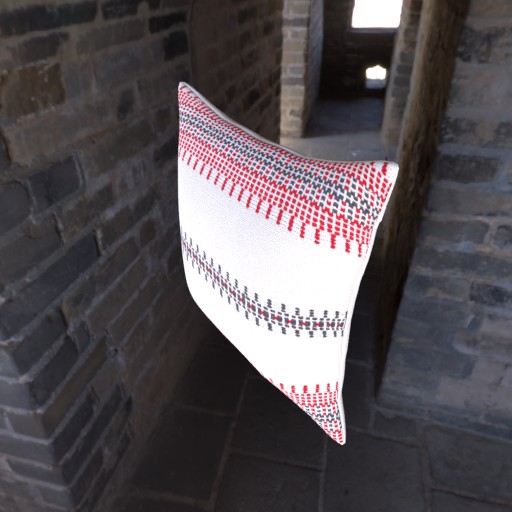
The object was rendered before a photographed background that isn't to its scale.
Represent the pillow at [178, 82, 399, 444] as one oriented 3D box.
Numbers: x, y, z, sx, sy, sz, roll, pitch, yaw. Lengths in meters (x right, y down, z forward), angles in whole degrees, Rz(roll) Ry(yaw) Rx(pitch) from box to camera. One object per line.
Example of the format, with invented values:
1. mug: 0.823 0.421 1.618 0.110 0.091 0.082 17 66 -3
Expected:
1. pillow: 0.000 0.000 0.709 0.160 0.454 0.463 -21 39 -29
